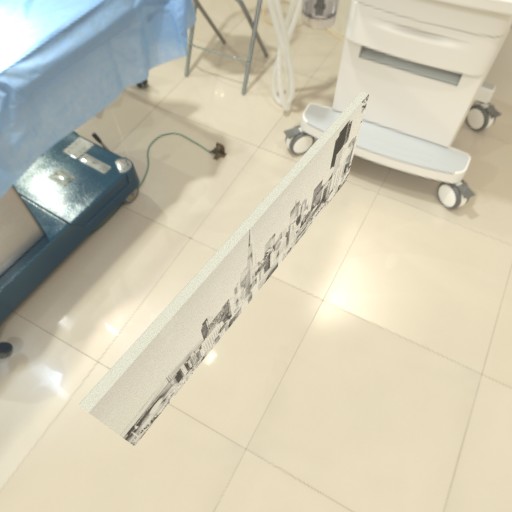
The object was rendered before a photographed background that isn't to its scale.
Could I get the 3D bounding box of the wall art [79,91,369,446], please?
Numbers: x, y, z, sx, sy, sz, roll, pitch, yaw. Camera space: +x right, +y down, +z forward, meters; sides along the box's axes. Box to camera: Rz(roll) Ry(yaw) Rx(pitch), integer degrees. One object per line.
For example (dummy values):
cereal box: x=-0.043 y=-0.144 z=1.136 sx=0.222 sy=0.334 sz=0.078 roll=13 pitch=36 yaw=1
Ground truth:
wall art: x=0.000 y=0.000 z=1.675 sx=0.039 sy=0.507 sz=1.520 roll=31 pitch=63 yaw=18
